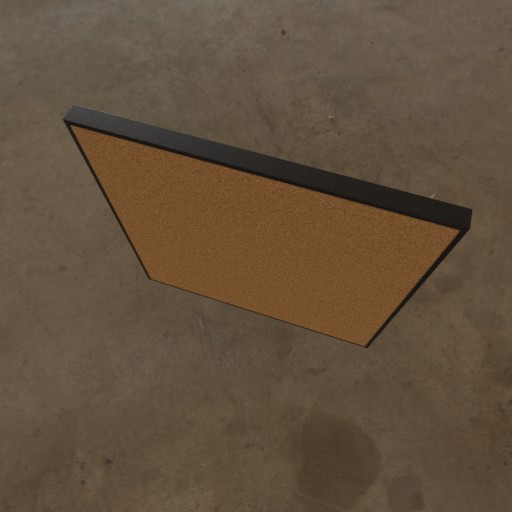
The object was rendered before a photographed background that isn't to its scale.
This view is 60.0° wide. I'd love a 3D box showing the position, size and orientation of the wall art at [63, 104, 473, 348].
[{"bbox_3d":[0.000,0.000,0.765,0.513,0.511,0.028,17,65,8],"label":"wall art"}]
